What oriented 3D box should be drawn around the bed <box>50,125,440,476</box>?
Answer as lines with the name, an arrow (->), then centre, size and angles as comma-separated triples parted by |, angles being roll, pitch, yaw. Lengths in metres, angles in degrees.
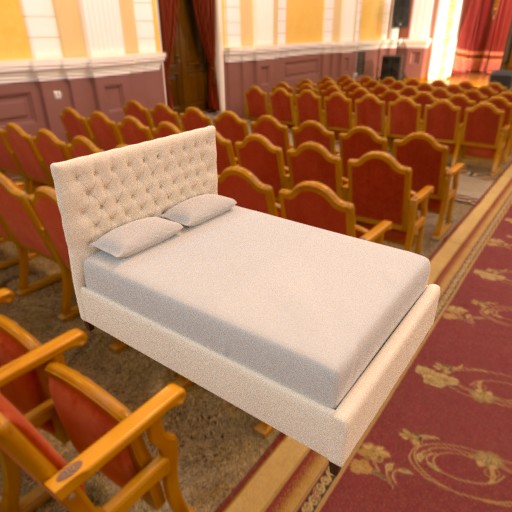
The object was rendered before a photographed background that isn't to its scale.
bed -> 0.000, 0.000, 3.373 | 2.387, 1.427, 1.698 | 19, 33, 32
